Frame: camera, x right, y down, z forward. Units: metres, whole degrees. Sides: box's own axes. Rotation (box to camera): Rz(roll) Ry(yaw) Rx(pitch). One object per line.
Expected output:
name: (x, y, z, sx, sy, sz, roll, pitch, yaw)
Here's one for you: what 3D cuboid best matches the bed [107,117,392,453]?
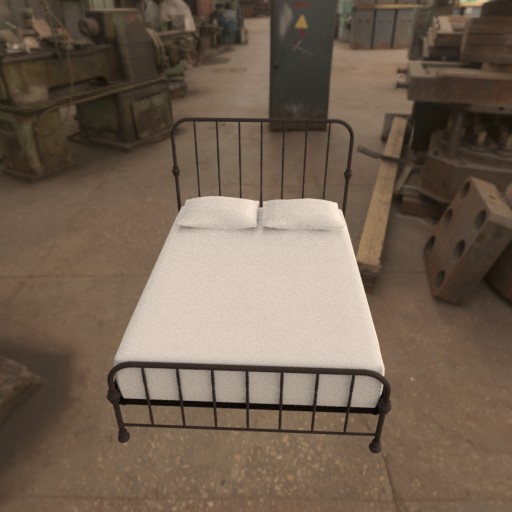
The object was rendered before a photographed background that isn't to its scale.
bed: (0.000, 0.000, 3.217, 1.616, 1.446, 2.134, 1, 32, 2)
